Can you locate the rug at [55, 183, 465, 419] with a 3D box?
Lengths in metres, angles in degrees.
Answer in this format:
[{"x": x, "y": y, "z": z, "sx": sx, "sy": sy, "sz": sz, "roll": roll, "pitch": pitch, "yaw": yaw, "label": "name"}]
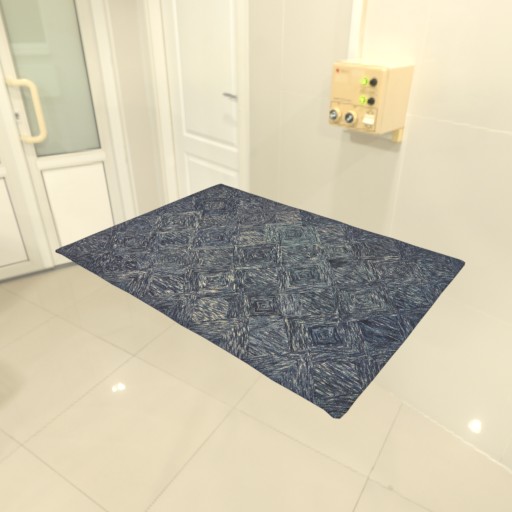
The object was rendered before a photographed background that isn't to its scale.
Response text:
[{"x": 0.000, "y": 0.000, "z": 4.299, "sx": 3.245, "sy": 0.024, "sz": 2.385, "roll": 22, "pitch": 37, "yaw": 33, "label": "rug"}]
